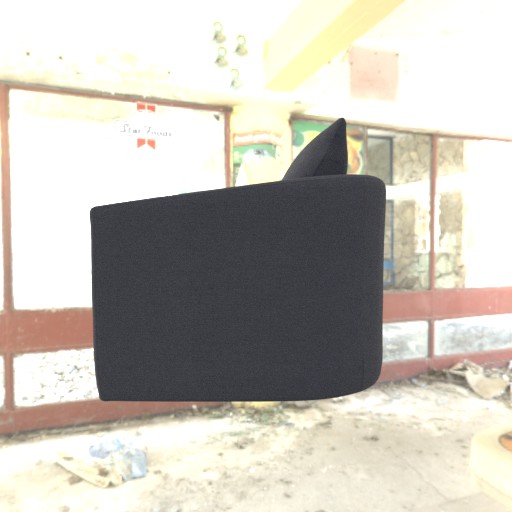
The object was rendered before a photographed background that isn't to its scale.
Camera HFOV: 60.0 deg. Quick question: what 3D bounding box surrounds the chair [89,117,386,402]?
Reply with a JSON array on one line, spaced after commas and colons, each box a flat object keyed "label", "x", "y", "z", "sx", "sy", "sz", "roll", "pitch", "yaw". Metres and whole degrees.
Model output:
[{"label": "chair", "x": 0.000, "y": 0.000, "z": 1.617, "sx": 0.910, "sy": 0.848, "sz": 0.845, "roll": 0, "pitch": 1, "yaw": 1}]
